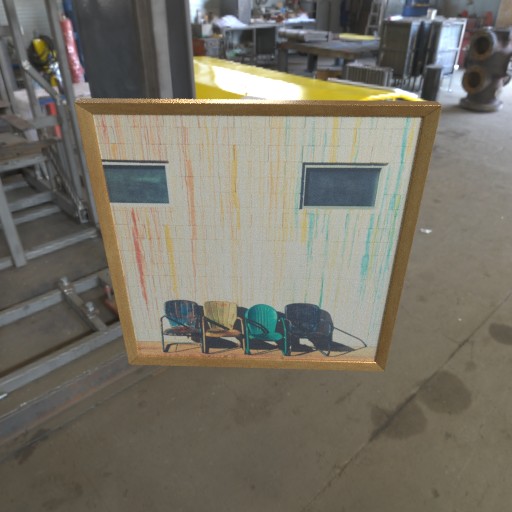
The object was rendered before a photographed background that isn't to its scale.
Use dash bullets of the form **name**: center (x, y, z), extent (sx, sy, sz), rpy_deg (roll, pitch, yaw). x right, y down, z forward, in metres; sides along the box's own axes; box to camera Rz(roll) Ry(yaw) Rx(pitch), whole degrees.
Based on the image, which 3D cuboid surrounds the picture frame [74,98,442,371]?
- **picture frame**: center (0.000, 0.000, 1.128), extent (0.758, 0.761, 0.037), rpy_deg (1, 32, 2)
